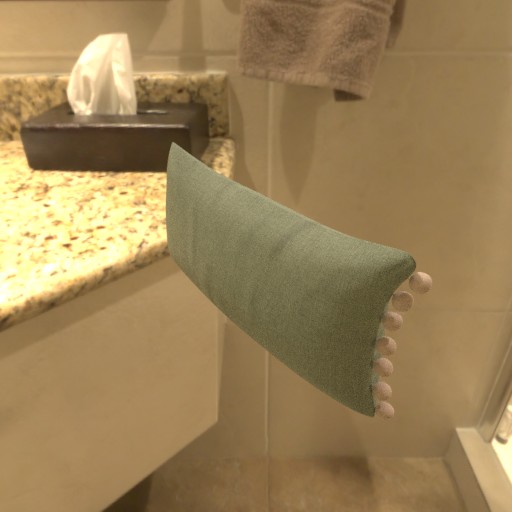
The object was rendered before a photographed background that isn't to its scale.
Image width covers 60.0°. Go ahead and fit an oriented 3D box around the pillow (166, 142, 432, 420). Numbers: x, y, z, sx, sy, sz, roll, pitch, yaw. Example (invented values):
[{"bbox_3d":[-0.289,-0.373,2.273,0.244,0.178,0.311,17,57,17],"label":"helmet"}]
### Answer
[{"bbox_3d":[0.000,0.000,0.869,0.201,0.322,0.709,-22,38,-31],"label":"pillow"}]
